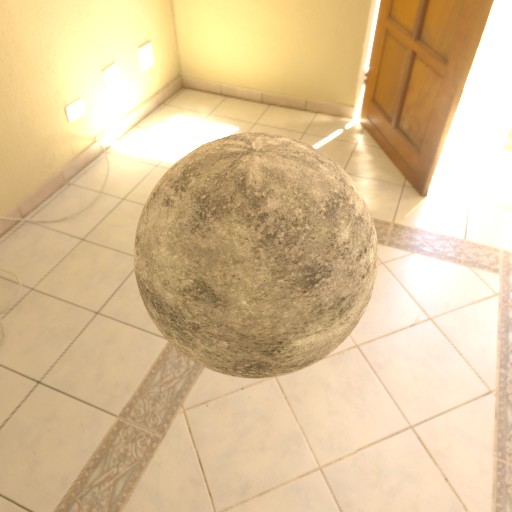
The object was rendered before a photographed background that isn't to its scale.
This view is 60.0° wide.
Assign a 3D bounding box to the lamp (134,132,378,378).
[{"bbox_3d":[0.000,0.000,0.794,0.422,0.429,0.422,0,45,0],"label":"lamp"}]
